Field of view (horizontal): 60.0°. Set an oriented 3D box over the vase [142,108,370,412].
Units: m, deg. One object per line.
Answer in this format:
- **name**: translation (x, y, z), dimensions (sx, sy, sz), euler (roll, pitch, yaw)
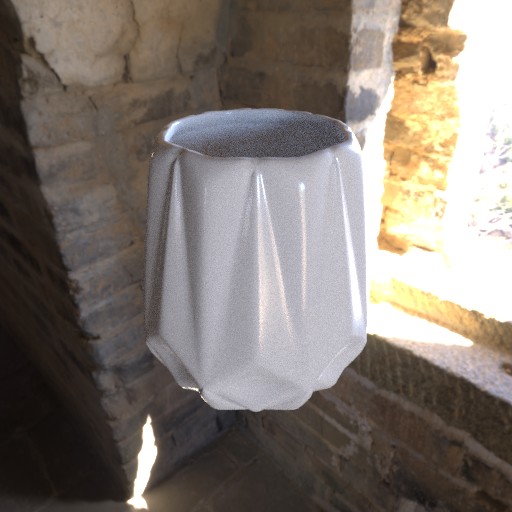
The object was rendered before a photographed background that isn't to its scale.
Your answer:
- **vase**: translation (0.000, 0.000, 0.266), dimensions (0.141, 0.152, 0.141), euler (0, 31, 0)
